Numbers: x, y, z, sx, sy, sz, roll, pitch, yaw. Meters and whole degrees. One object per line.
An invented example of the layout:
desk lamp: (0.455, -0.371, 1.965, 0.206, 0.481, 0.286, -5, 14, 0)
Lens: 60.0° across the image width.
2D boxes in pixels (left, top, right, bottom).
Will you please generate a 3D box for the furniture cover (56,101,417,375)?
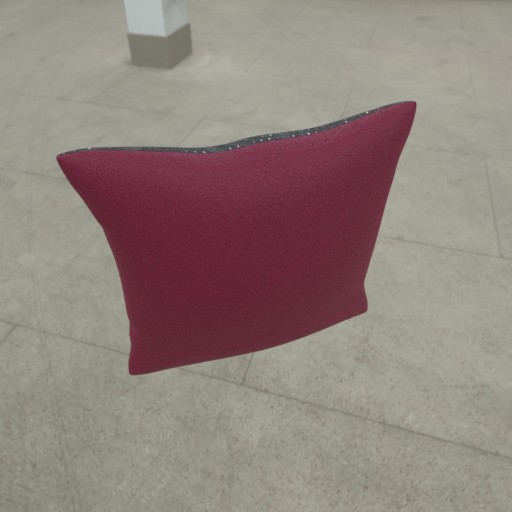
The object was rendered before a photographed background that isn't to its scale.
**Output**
furniture cover: (0.000, 0.000, 0.811, 0.552, 0.509, 0.193, -13, 43, -14)
